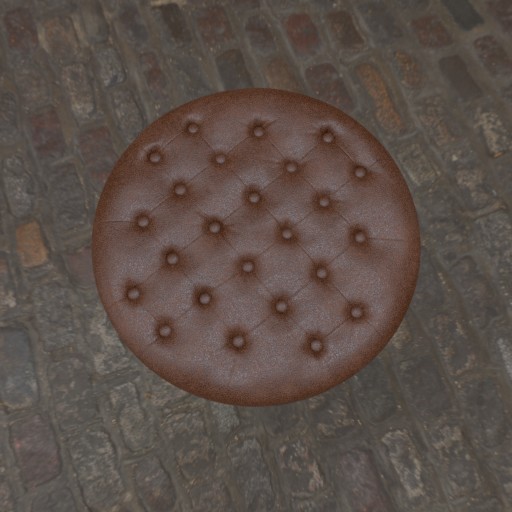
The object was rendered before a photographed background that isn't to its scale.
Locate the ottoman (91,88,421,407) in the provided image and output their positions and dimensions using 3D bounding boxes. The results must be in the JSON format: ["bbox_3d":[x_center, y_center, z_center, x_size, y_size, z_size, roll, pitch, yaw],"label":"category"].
[{"bbox_3d":[0.000,0.000,1.039,0.637,0.442,0.637,0,77,0],"label":"ottoman"}]
